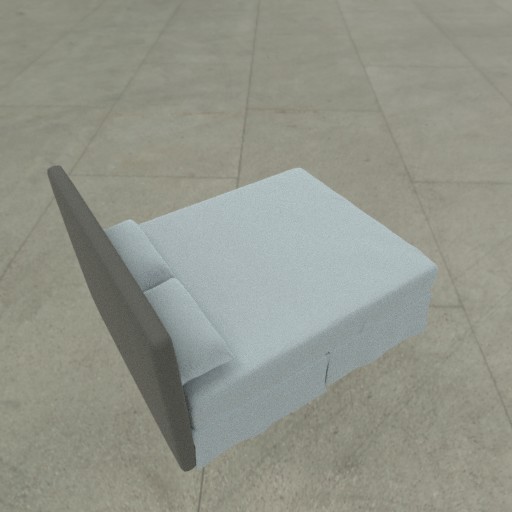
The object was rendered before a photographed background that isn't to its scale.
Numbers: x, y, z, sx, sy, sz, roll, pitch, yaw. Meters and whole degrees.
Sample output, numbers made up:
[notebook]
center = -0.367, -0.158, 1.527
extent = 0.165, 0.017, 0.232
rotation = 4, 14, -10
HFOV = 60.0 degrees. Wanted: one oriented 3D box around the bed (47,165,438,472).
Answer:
[bed]
center = 0.000, 0.000, 3.167
extent = 2.142, 1.330, 1.748
rotation = -24, 47, -24
